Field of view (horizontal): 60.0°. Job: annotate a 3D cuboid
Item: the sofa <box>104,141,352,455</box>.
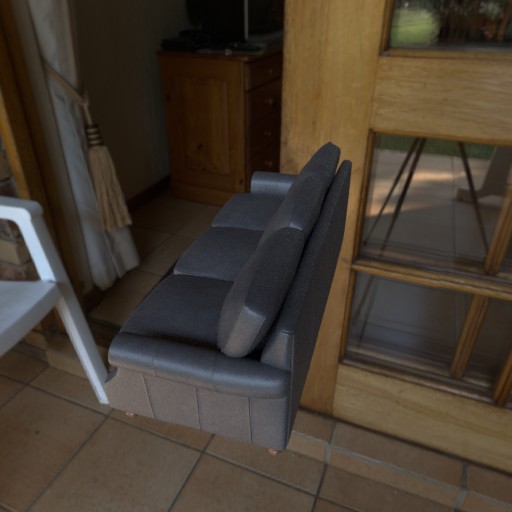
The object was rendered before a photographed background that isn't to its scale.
[{"bbox_3d":[0.000,0.000,2.922,0.974,0.977,2.387,9,32,14],"label":"sofa"}]
